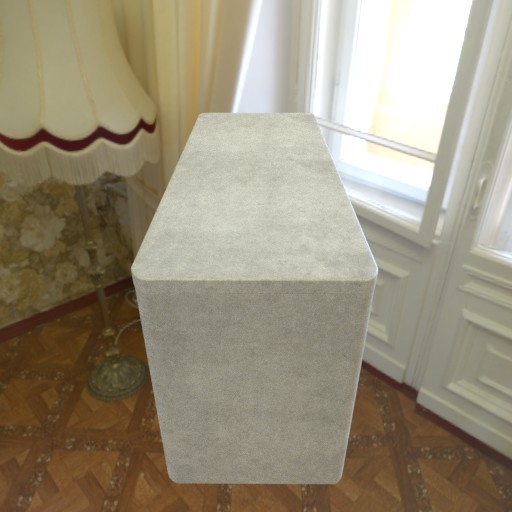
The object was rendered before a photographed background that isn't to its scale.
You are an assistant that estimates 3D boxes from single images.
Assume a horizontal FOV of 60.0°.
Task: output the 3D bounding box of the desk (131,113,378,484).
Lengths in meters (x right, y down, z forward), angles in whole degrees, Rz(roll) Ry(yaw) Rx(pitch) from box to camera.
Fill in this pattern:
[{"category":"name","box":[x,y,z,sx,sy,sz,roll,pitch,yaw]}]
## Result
[{"category":"desk","box":[0.000,0.000,1.737,0.550,0.755,1.400,0,32,0]}]
